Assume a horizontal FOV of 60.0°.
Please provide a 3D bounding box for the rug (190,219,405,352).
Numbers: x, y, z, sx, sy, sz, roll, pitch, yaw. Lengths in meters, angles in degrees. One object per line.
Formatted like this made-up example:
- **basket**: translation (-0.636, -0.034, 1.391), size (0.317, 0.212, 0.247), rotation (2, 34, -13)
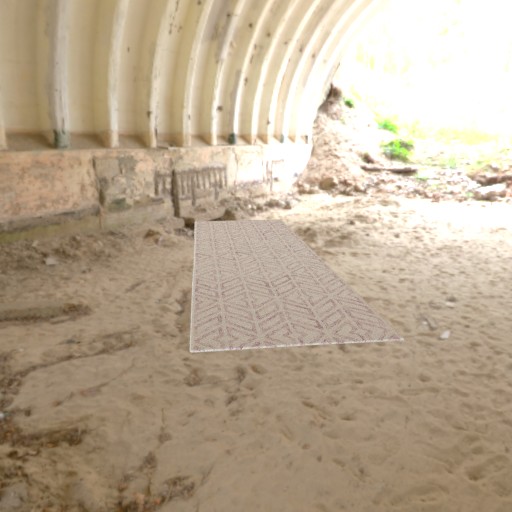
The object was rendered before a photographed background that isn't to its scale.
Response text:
- **rug**: translation (0.000, 0.000, 2.679), size (0.750, 0.009, 2.435), rotation (-2, 15, -7)
